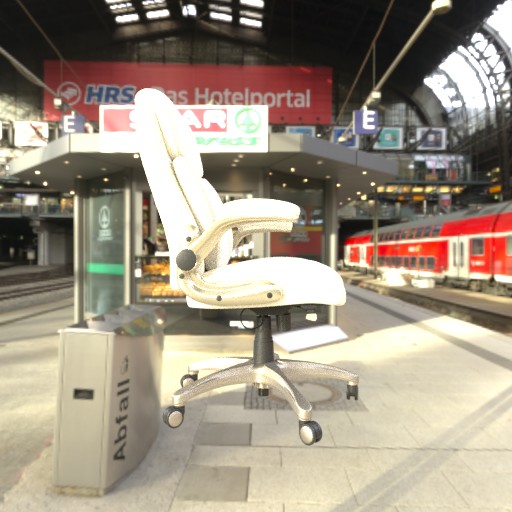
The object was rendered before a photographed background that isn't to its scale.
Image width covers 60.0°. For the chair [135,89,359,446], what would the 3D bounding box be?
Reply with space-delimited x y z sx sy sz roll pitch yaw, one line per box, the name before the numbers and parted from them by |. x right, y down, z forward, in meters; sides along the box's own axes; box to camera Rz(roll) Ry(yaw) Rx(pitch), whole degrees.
chair | 0.000 0.000 1.647 0.794 1.110 0.740 0 0 -1
